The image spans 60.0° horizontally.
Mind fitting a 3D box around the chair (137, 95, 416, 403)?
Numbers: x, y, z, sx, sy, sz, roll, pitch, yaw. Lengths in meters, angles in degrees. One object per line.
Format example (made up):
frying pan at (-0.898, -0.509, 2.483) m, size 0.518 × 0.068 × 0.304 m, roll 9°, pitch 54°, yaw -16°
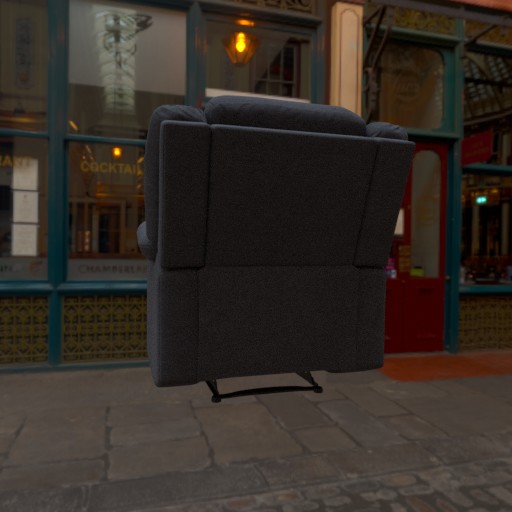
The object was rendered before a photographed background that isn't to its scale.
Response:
chair at (0.000, 0.000, 1.748) m, size 0.899 × 1.008 × 0.944 m, roll 0°, pitch 0°, yaw -16°
